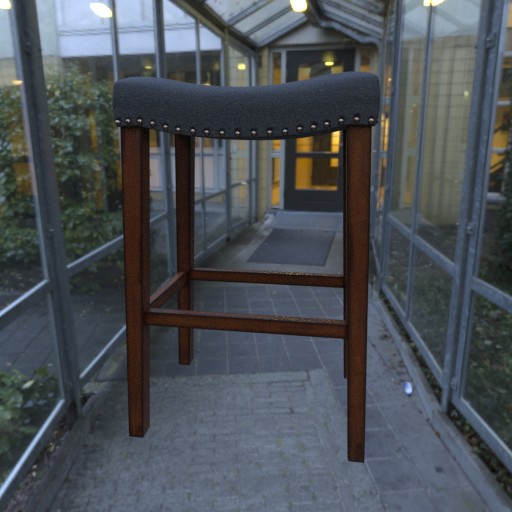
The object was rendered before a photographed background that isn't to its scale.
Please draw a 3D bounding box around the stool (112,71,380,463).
[{"bbox_3d":[0.000,0.000,1.011,0.502,0.748,0.366,2,15,9],"label":"stool"}]
